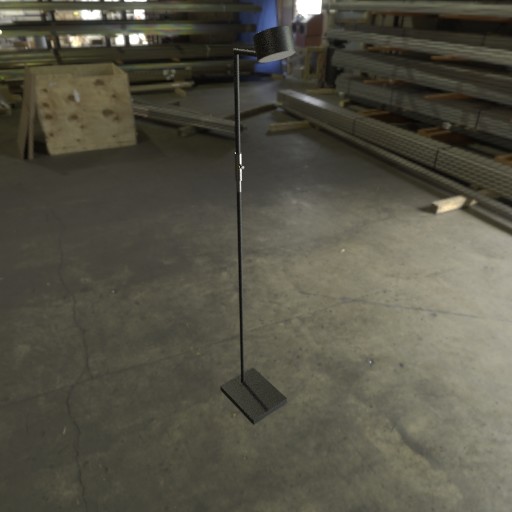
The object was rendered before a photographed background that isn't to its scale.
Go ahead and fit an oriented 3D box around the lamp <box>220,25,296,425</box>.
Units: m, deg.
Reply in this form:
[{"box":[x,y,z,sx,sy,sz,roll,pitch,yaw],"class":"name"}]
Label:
[{"box":[0.000,0.000,1.723,0.203,1.600,0.304,-22,37,-33],"class":"lamp"}]
